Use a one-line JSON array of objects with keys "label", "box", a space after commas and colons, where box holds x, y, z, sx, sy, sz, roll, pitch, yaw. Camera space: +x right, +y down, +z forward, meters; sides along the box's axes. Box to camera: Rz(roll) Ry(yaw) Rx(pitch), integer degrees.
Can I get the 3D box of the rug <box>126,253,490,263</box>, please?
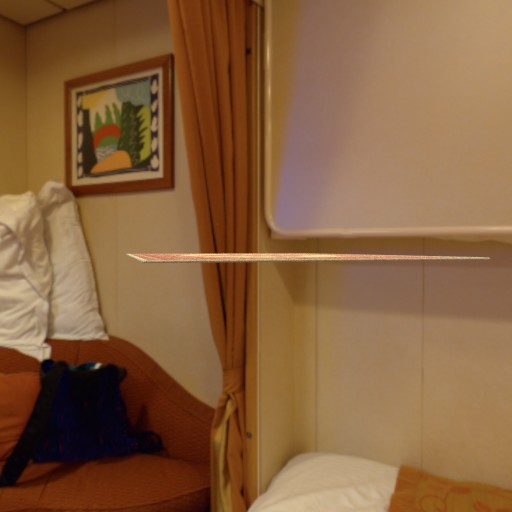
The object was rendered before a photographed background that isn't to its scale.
[{"label": "rug", "box": [0.000, 0.000, 3.684, 2.005, 0.014, 2.878, 0, 1, -18]}]
